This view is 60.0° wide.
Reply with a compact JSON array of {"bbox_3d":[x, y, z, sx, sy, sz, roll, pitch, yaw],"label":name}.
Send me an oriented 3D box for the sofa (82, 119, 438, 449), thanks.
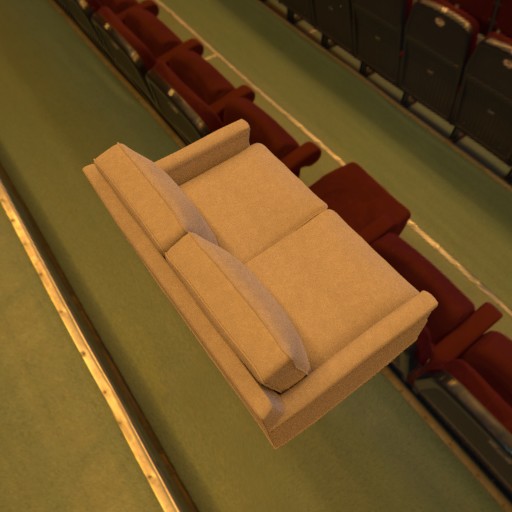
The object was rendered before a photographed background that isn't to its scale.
[{"bbox_3d":[0.000,0.000,2.343,1.084,1.002,1.597,-32,62,-19],"label":"sofa"}]
